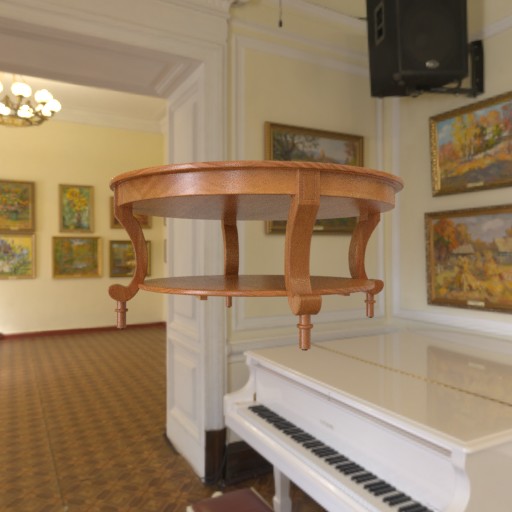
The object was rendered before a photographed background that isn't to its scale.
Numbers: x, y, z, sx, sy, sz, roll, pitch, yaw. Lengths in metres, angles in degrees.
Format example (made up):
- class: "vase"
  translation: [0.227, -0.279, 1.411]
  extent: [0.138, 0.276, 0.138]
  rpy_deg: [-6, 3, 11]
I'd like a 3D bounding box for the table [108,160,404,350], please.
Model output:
- class: "table"
  translation: [0.000, 0.000, 1.625]
  extent: [1.029, 0.490, 1.029]
  rpy_deg: [0, 1, 0]
